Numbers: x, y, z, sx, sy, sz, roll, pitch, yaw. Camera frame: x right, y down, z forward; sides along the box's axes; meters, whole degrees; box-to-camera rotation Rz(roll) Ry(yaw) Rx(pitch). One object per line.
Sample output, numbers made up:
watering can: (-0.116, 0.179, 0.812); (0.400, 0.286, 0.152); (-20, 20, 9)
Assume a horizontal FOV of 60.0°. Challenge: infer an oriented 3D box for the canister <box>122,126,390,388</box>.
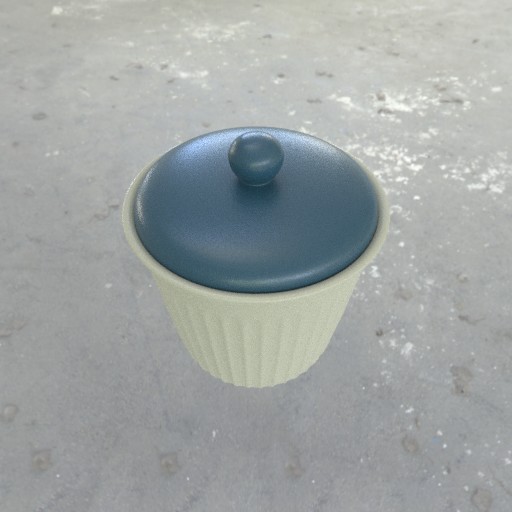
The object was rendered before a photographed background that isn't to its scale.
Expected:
canister: (0.000, 0.000, 0.347); (0.181, 0.211, 0.181); (0, 46, 0)
